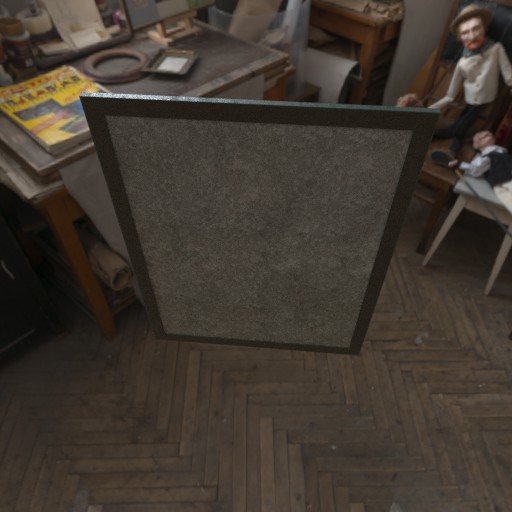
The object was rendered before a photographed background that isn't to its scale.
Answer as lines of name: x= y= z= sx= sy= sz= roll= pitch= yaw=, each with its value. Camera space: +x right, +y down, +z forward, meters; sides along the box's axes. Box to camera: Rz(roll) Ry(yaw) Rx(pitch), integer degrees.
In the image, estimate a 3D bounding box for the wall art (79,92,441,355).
wall art: x=0.000 y=0.000 z=1.308 sx=0.767 sy=0.983 sz=0.030 roll=4 pitch=48 yaw=4
